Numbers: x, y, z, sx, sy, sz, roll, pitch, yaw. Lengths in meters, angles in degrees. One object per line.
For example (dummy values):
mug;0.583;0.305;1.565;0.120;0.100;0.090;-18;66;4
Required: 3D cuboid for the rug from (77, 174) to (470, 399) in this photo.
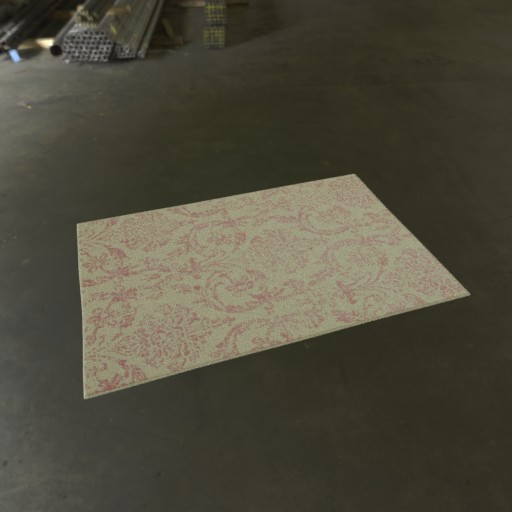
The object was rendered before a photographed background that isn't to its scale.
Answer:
rug;0.000;0.000;2.415;1.839;0.012;1.219;-12;43;-14
